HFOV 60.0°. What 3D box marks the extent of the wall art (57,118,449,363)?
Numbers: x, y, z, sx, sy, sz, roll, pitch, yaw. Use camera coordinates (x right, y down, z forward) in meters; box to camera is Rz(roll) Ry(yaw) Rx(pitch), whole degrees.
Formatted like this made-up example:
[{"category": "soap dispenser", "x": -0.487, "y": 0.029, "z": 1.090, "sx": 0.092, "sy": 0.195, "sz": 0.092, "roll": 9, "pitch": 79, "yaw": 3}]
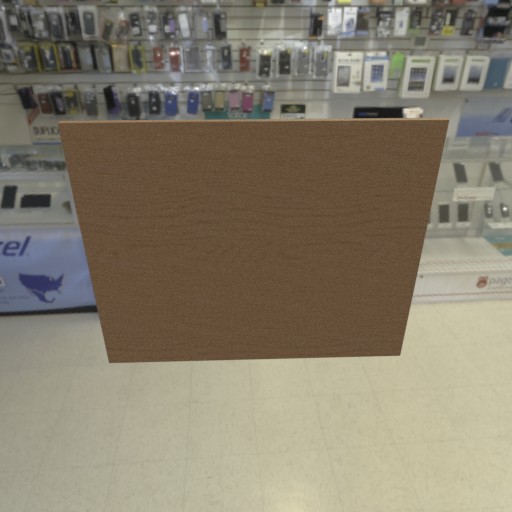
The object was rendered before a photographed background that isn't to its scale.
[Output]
[{"category": "wall art", "x": 0.000, "y": 0.000, "z": 0.678, "sx": 0.508, "sy": 0.406, "sz": 0.013, "roll": -1, "pitch": 29, "yaw": -2}]
